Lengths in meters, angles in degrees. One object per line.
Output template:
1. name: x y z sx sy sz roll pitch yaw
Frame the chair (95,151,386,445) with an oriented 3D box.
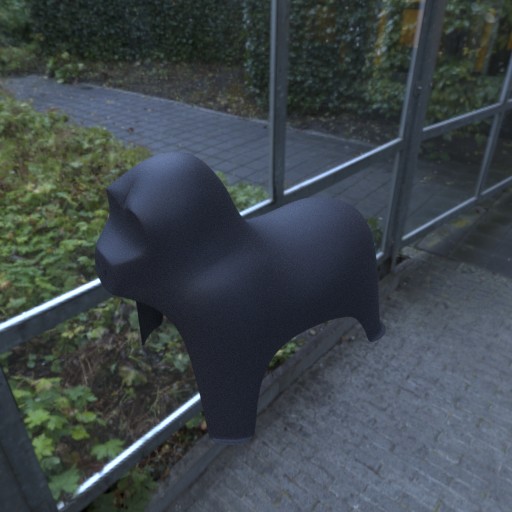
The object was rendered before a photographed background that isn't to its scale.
1. chair: 0.000 0.000 1.115 0.758 0.600 0.490 -21 37 -30
